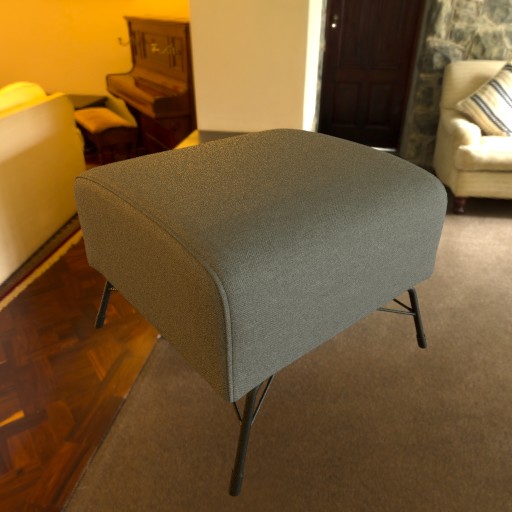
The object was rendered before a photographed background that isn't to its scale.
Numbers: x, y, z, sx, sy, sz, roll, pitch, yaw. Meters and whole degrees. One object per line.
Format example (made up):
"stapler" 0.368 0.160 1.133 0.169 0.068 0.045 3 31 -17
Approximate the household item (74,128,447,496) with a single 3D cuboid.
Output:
"household item" 0.000 0.000 0.884 0.530 0.410 0.530 -23 37 -34
